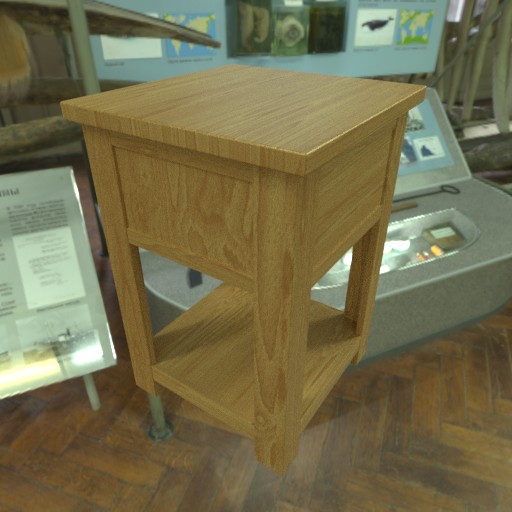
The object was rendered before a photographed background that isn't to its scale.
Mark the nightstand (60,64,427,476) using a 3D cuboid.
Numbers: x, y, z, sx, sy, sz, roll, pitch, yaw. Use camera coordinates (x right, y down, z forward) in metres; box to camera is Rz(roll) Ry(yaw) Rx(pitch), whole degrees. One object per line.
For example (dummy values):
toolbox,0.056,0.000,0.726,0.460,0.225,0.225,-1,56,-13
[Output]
nightstand,0.000,0.000,0.871,0.418,0.614,0.428,20,37,29
